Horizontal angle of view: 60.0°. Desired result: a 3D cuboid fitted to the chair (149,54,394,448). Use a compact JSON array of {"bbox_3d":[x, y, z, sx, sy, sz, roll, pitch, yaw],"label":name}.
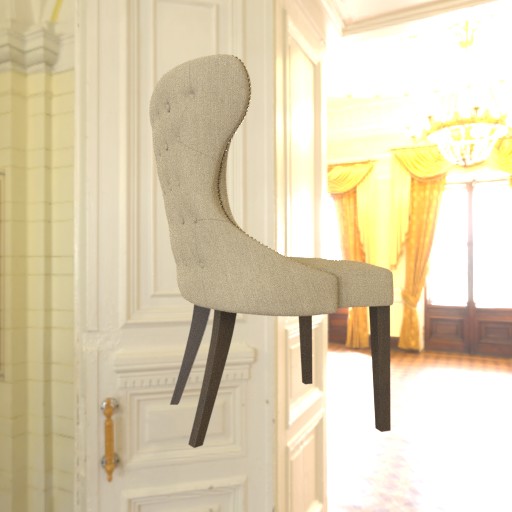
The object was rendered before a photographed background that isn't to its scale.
[{"bbox_3d":[0.000,0.000,1.366,0.635,0.967,0.628,0,0,-19],"label":"chair"}]
